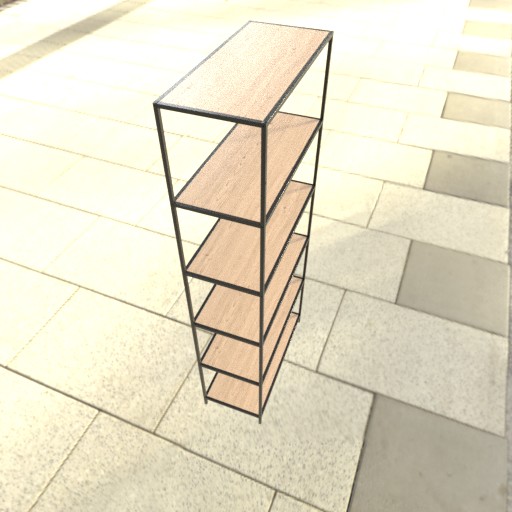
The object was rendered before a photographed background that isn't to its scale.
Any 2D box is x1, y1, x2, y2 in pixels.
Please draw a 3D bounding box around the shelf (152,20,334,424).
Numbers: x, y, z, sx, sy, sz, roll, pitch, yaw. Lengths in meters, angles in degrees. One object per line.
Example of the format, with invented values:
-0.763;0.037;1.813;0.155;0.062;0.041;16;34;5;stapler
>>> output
0.000;0.000;2.146;0.350;1.850;0.770;15;47;14;shelf
